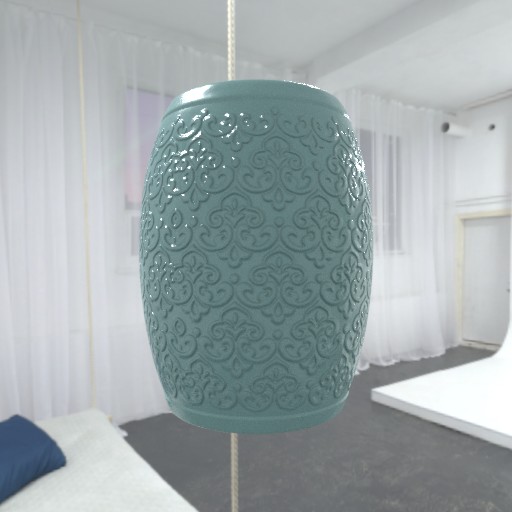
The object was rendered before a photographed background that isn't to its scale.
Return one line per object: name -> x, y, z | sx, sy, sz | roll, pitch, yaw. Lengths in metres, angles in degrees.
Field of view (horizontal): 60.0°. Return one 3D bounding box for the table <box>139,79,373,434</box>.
table -> 0.000, 0.000, 0.604 | 0.309, 0.397, 0.309 | 0, 1, 0
